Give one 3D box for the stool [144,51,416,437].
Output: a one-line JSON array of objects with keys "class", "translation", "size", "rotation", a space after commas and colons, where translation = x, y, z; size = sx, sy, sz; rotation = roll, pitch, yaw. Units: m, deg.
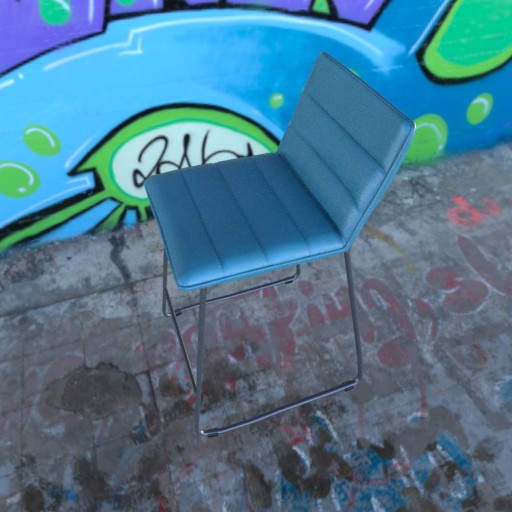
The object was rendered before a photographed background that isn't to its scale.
[{"class": "stool", "translation": [0.000, 0.000, 1.166], "size": [0.524, 0.866, 0.489], "rotation": [-15, 47, -14]}]
